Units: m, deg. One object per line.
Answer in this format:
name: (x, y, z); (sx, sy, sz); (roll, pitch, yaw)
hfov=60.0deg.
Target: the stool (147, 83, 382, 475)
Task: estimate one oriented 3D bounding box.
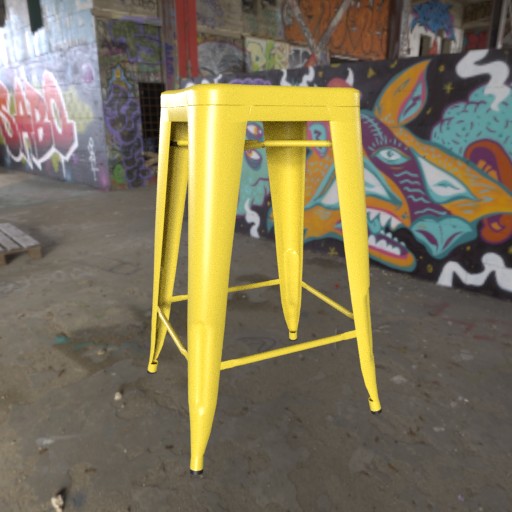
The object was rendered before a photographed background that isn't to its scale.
stool: (0.000, 0.000, 0.866); (0.399, 0.609, 0.359); (-8, 19, -24)
